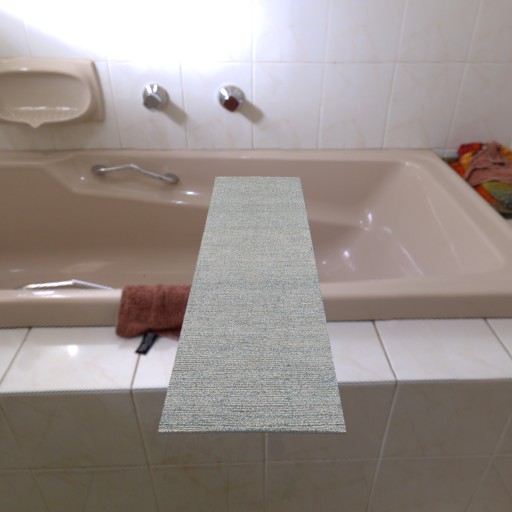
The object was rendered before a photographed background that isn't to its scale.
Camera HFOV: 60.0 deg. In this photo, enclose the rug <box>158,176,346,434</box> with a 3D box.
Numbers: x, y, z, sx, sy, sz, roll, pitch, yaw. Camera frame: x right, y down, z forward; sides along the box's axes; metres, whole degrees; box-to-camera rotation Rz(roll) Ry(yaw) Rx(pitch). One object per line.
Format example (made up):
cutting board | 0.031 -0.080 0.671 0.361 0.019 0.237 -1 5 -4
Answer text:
rug | 0.000 0.000 2.559 0.675 0.037 2.341 0 33 1
